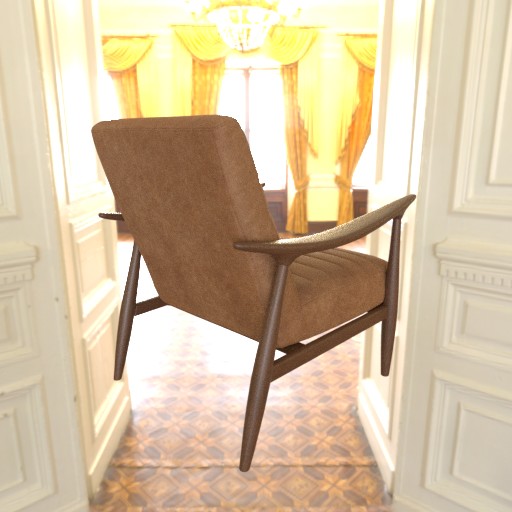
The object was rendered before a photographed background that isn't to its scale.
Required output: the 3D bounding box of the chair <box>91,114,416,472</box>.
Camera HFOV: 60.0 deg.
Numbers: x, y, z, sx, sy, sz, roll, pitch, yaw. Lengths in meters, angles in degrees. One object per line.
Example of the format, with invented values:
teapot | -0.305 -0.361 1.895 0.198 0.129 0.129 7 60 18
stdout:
chair | 0.000 0.000 1.430 0.741 0.832 0.798 13 19 42
